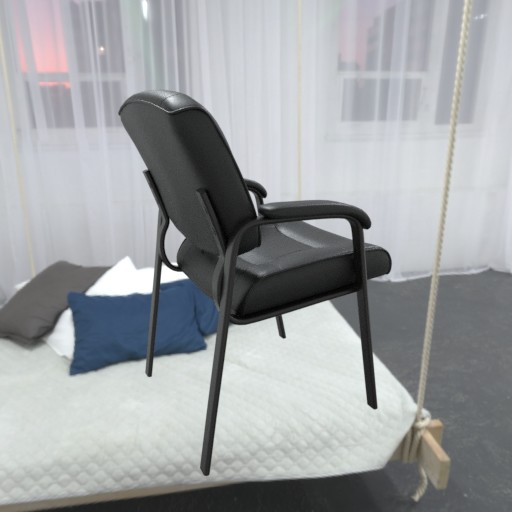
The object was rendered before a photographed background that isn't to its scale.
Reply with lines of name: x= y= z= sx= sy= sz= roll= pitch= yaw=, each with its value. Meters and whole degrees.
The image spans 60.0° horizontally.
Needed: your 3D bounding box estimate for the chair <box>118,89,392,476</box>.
chair: x=0.000 y=0.000 z=1.316 sx=0.668 sy=0.910 sz=0.591 roll=-9 pitch=20 yaw=-28
